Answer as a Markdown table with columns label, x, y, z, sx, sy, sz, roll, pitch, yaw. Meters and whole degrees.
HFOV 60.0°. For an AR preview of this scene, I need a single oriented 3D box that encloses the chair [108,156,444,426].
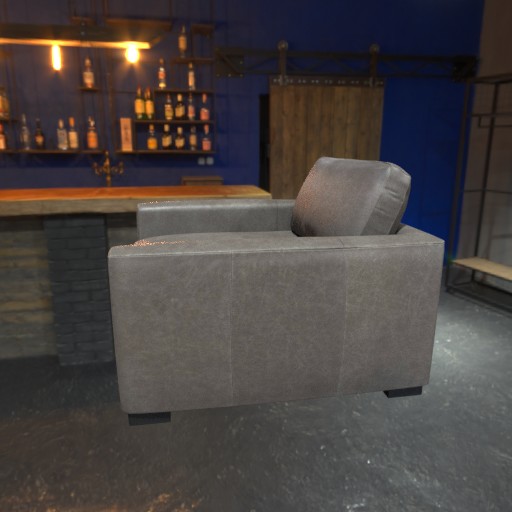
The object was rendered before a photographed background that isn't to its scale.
| label | x | y | z | sx | sy | sz | roll | pitch | yaw |
| --- | --- | --- | --- | --- | --- | --- | --- | --- | --- |
| chair | 0.000 | 0.000 | 1.877 | 1.080 | 0.807 | 1.106 | -2 | 15 | -9 |
